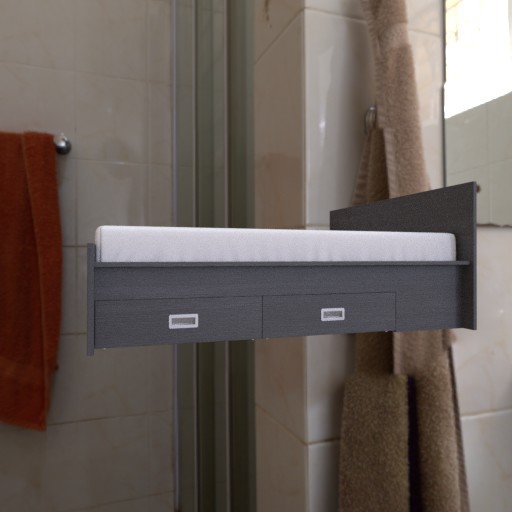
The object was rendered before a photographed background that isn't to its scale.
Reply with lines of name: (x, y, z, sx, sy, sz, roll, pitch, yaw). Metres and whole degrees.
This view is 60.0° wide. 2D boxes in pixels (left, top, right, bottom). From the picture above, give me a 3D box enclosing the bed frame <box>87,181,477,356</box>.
bed frame: (0.000, 0.000, 2.841, 1.960, 0.800, 1.622, 0, 0, -19)
